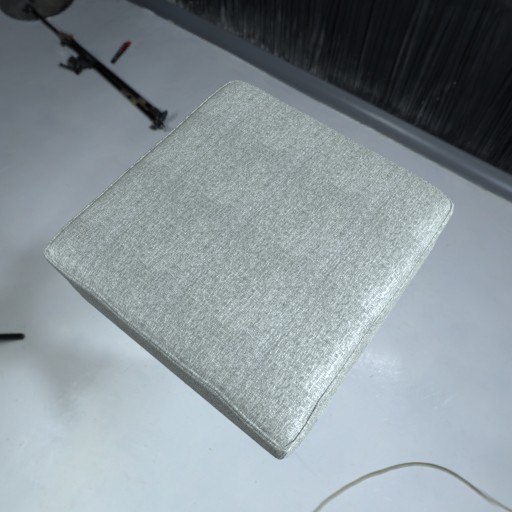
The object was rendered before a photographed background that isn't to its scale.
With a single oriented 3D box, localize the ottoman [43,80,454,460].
[{"bbox_3d":[0.000,0.000,1.364,0.838,0.481,0.838,34,68,16],"label":"ottoman"}]
